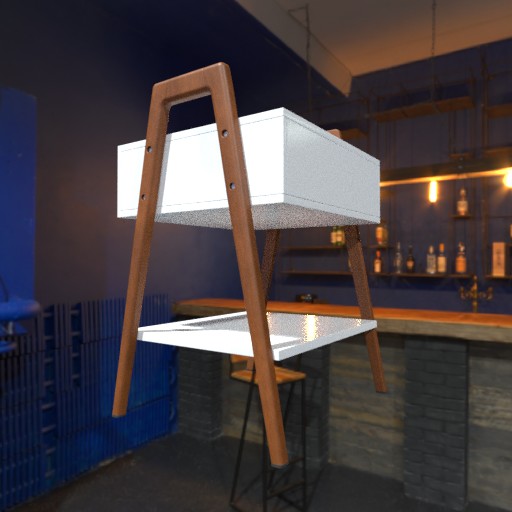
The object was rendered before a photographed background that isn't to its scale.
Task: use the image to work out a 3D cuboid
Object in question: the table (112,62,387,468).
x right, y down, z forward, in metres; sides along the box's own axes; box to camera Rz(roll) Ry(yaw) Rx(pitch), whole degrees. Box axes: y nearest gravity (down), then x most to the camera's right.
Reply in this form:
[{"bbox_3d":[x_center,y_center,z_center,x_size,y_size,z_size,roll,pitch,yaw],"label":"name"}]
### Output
[{"bbox_3d":[0.000,0.000,0.931,0.405,0.610,0.457,-1,-1,35],"label":"table"}]
